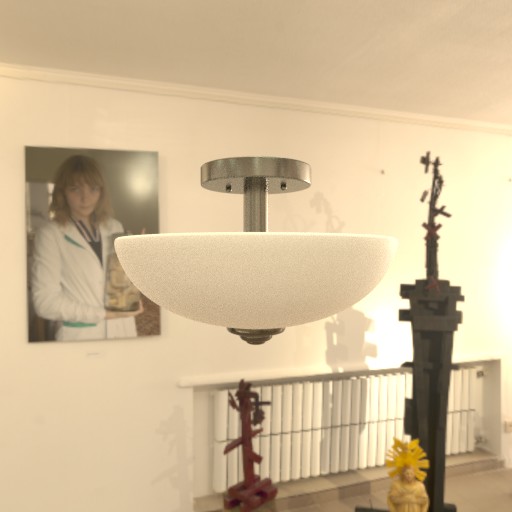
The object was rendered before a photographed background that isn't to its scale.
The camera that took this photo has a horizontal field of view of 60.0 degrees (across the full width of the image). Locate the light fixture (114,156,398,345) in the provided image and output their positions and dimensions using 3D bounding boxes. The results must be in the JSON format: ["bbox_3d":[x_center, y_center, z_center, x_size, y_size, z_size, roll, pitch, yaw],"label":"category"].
[{"bbox_3d":[0.000,0.000,0.542,0.330,0.214,0.330,0,0,0],"label":"light fixture"}]
